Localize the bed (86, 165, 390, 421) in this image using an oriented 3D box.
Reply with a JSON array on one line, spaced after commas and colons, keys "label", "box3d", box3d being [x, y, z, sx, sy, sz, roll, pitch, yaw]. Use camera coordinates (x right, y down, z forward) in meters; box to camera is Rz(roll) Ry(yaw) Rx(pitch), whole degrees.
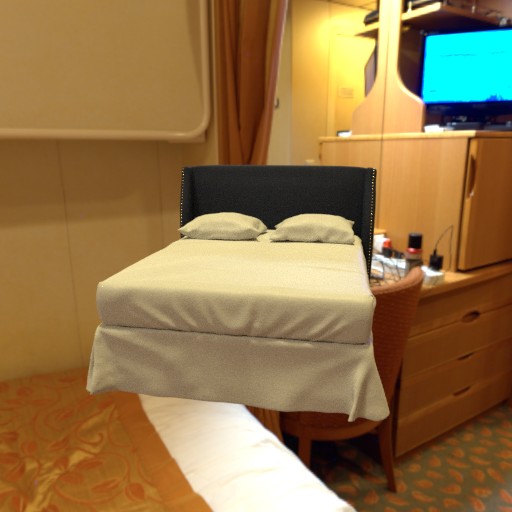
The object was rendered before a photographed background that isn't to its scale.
[{"label": "bed", "box3d": [0.000, 0.000, 3.488, 1.925, 1.332, 2.276, 3, 14, 10]}]
